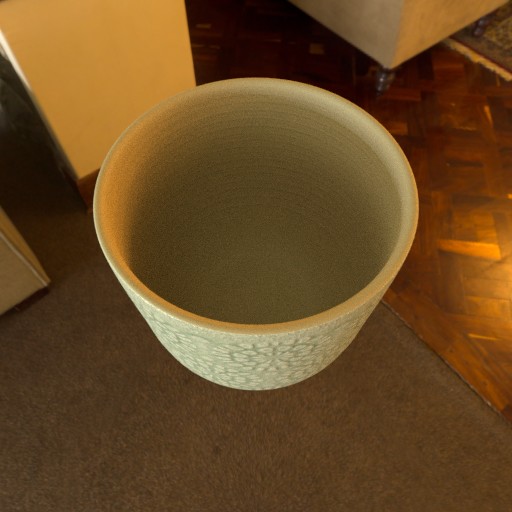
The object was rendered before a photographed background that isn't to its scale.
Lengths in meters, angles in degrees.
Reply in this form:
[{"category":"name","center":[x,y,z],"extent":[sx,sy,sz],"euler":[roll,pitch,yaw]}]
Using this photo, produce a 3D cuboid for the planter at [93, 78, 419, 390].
[{"category":"planter","center":[0.000,0.000,0.299],"extent":[0.169,0.153,0.169],"euler":[0,60,0]}]
